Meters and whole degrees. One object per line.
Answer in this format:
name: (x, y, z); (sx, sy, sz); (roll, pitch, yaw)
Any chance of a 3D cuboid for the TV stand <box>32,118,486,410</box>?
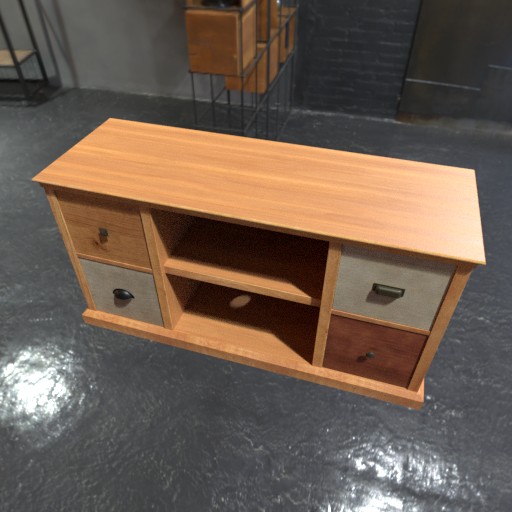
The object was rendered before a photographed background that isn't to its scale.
TV stand: (0.000, 0.000, 1.440); (1.181, 0.607, 0.417); (11, 43, 13)
